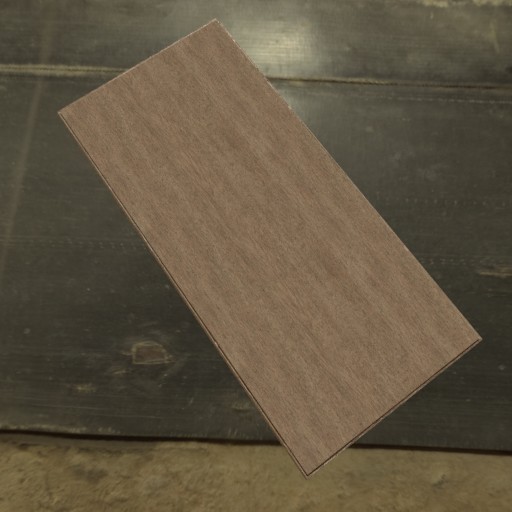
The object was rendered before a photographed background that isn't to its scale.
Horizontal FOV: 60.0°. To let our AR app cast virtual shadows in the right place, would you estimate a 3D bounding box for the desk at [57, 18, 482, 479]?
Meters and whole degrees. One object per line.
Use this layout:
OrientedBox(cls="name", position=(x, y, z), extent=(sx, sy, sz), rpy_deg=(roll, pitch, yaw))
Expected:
OrientedBox(cls="desk", position=(0.000, 0.000, 1.735), extent=(0.610, 0.912, 1.289), rpy_deg=(-35, 78, -8))
